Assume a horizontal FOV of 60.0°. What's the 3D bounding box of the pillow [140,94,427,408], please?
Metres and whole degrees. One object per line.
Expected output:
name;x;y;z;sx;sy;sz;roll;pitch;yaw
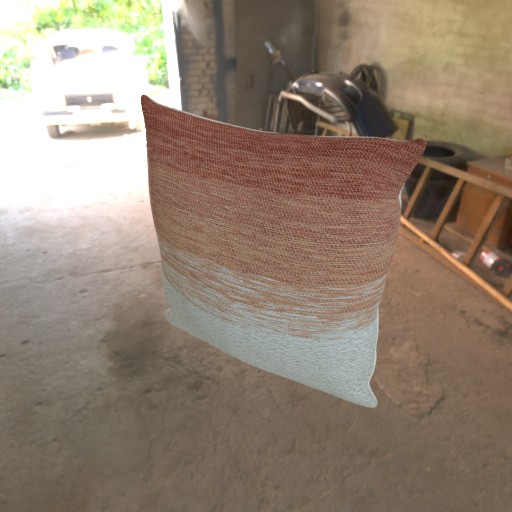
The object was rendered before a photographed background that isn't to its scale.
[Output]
pillow;0.000;0.000;0.687;0.440;0.441;0.182;18;34;27
